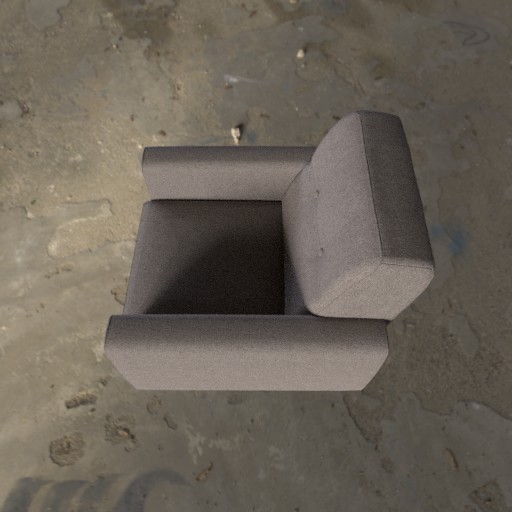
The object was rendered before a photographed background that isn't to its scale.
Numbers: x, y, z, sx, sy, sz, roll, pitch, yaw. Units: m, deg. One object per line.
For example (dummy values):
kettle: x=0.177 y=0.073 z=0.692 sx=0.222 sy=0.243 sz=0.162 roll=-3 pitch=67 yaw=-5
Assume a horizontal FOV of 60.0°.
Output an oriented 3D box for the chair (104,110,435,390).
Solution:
chair: x=0.000 y=0.000 z=1.572 sx=0.907 sy=0.839 sz=0.831 roll=1 pitch=58 yaw=0
